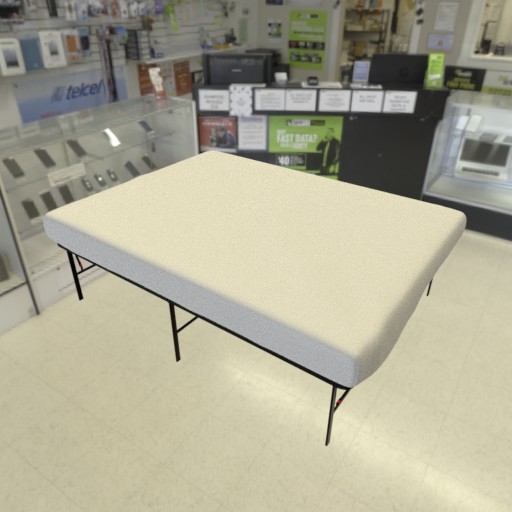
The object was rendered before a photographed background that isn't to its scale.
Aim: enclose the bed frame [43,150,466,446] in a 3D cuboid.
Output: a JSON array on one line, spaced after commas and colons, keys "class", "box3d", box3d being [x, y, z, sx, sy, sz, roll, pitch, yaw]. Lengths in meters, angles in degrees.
[{"class": "bed frame", "box3d": [0.000, 0.000, 2.827, 2.151, 0.667, 1.584, 21, 37, 30]}]
